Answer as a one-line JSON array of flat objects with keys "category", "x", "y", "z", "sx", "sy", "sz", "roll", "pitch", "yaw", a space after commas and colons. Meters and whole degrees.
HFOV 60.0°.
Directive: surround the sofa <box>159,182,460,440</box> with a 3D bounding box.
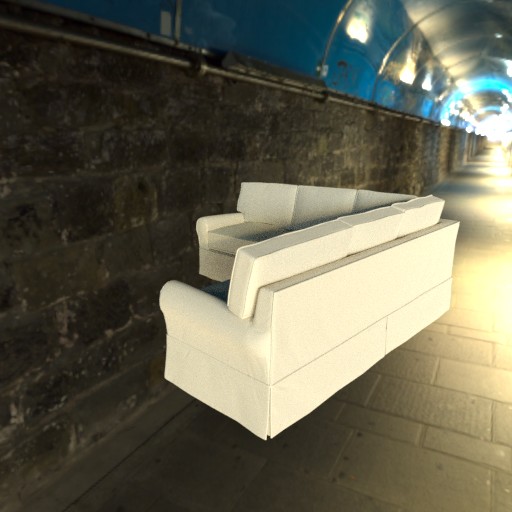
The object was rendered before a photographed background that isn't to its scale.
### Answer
[{"category": "sofa", "x": 0.000, "y": 0.000, "z": 3.961, "sx": 2.591, "sy": 1.070, "sz": 2.597, "roll": 14, "pitch": 21, "yaw": 41}]
